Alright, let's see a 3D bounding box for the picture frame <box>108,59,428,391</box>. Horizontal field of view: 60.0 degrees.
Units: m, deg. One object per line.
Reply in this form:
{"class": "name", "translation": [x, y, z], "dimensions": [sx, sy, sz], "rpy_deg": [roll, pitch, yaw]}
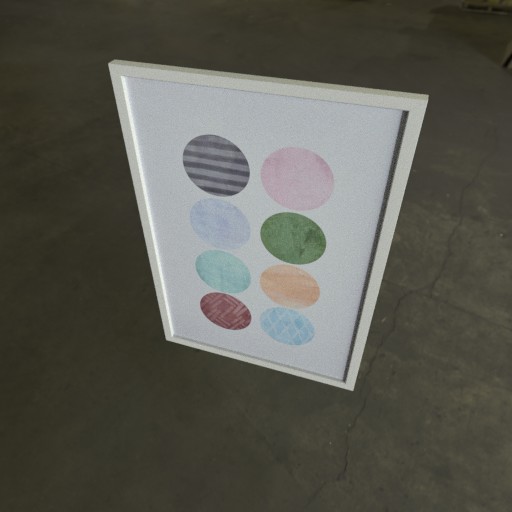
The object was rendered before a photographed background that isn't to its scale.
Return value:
{"class": "picture frame", "translation": [0.000, 0.000, 0.551], "dimensions": [0.305, 0.434, 0.013], "rpy_deg": [12, 42, 14]}
